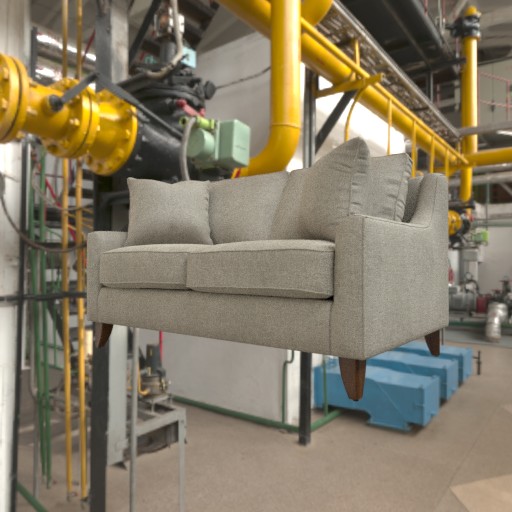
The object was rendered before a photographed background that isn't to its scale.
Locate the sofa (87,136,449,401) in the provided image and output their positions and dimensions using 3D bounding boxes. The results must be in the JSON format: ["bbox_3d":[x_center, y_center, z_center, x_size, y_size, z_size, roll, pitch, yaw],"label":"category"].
[{"bbox_3d":[0.000,0.000,1.984,1.422,0.863,0.915,-1,-1,37],"label":"sofa"}]
